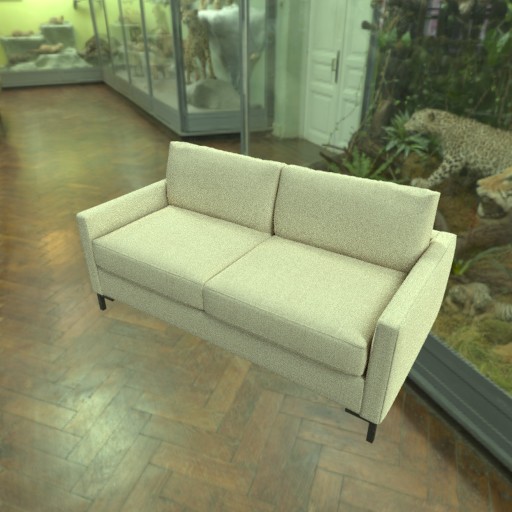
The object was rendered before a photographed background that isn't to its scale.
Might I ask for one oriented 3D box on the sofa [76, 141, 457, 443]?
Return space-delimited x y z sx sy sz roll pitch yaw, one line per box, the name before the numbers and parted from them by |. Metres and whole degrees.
sofa | 0.000 0.000 2.157 1.651 0.812 0.839 18 34 29
